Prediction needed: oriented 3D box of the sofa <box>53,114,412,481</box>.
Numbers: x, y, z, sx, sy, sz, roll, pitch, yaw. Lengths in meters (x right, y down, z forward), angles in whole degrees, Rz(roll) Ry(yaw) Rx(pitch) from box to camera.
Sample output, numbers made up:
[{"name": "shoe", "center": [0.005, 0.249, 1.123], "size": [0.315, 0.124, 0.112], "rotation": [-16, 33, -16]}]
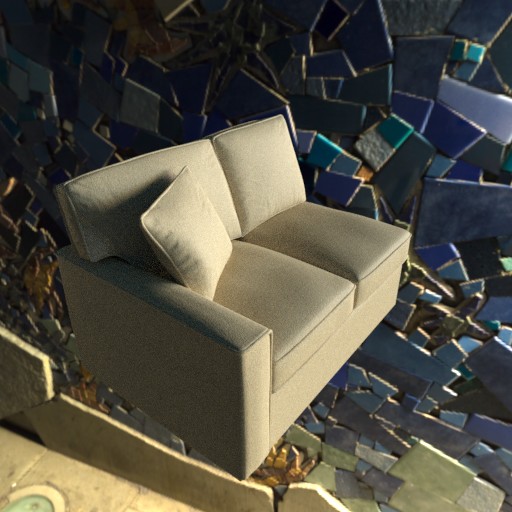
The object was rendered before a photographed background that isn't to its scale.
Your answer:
[{"name": "sofa", "center": [0.000, 0.000, 2.032], "size": [0.991, 0.989, 1.388], "rotation": [20, 35, 32]}]
